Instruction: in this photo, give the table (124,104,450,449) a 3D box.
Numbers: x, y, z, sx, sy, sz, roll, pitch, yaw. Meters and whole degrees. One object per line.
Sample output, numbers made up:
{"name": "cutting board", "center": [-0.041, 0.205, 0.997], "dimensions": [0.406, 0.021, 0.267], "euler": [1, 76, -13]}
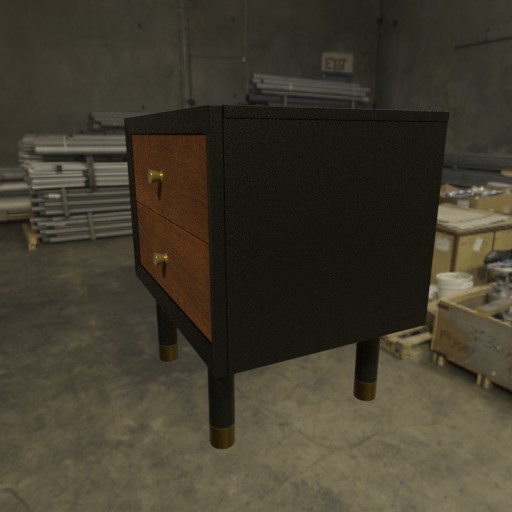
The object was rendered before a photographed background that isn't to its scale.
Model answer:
{"name": "table", "center": [0.000, 0.000, 0.965], "dimensions": [0.441, 0.584, 0.564], "euler": [-8, 17, -26]}
